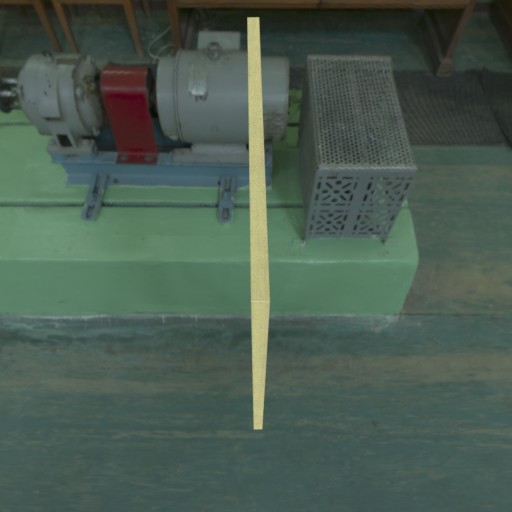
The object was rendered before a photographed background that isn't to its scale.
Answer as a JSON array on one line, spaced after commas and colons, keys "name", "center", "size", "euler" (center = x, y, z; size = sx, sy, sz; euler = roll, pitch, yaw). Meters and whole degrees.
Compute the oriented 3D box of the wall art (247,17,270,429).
[{"name": "wall art", "center": [0.000, 0.000, 1.334], "size": [0.030, 1.002, 0.798], "euler": [-1, 58, -1]}]
